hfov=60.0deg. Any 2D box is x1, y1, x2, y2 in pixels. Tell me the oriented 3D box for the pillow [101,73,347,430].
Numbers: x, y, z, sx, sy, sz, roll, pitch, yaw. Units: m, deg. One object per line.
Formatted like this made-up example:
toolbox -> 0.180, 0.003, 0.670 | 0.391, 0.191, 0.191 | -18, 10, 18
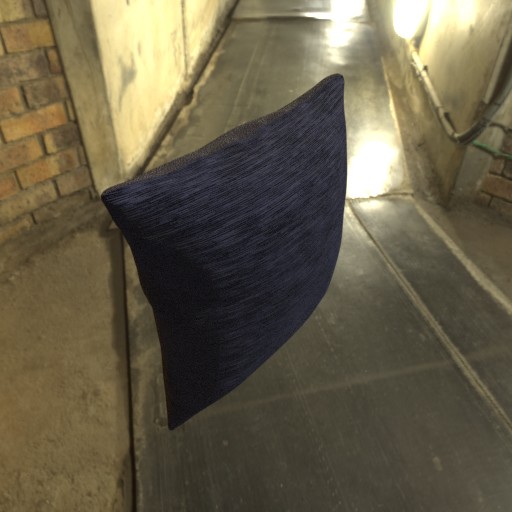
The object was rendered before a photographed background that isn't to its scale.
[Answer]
pillow -> 0.000, 0.000, 0.681 | 0.204, 0.439, 0.452 | 27, 47, 28
